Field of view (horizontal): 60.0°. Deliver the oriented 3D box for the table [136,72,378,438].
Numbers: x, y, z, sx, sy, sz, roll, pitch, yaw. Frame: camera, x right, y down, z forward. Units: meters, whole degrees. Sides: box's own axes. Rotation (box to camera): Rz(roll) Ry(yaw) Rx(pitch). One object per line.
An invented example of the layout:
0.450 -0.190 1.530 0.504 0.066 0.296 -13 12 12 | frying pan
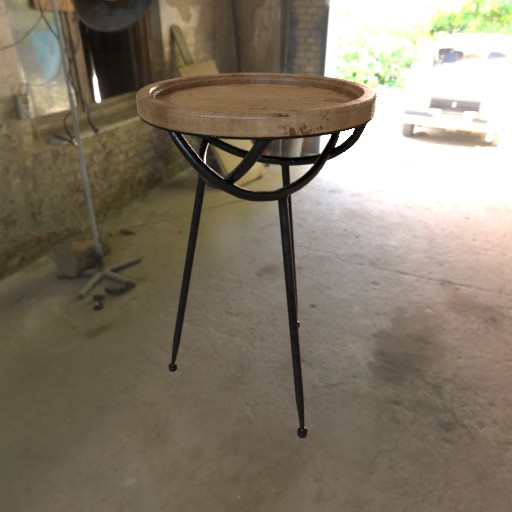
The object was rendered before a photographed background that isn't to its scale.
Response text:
0.000 0.000 0.929 0.414 0.664 0.418 -7 31 -13 | table
